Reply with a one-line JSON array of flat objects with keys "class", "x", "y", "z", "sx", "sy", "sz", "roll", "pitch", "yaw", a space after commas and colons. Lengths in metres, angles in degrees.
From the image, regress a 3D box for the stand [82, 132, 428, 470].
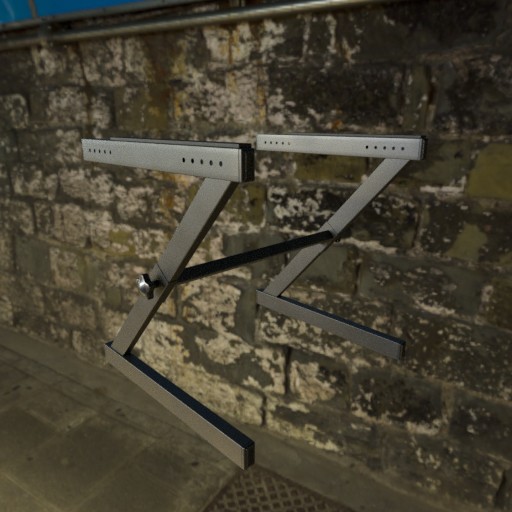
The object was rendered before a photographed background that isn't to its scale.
[{"class": "stand", "x": 0.000, "y": 0.000, "z": 1.175, "sx": 0.700, "sy": 0.617, "sz": 0.586, "roll": -16, "pitch": 23, "yaw": -42}]
